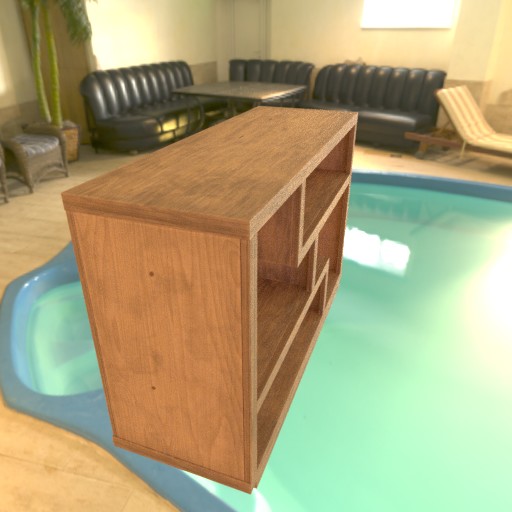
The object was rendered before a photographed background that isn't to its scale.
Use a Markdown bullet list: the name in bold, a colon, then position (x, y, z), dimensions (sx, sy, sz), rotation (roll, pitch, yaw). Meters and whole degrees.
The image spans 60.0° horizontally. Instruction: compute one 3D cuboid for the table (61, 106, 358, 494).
- **table**: position (0.000, 0.000, 1.482), dimensions (0.410, 0.771, 1.151), rotation (10, 29, 18)
